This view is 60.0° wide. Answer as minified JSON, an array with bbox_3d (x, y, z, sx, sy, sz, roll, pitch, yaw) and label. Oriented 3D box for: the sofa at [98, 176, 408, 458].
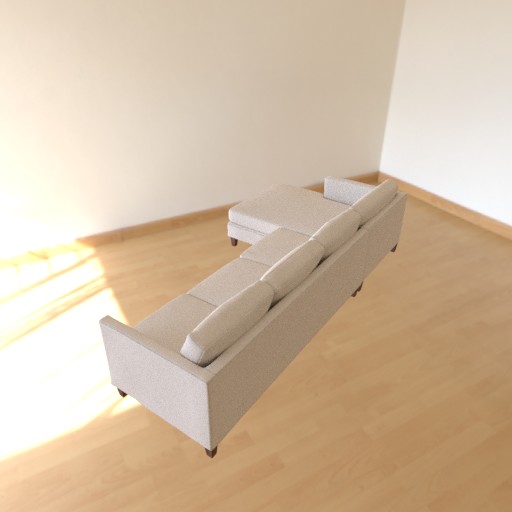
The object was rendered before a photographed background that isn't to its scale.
[{"bbox_3d":[0.000,0.000,3.991,1.625,0.846,3.186,20,36,30],"label":"sofa"}]
